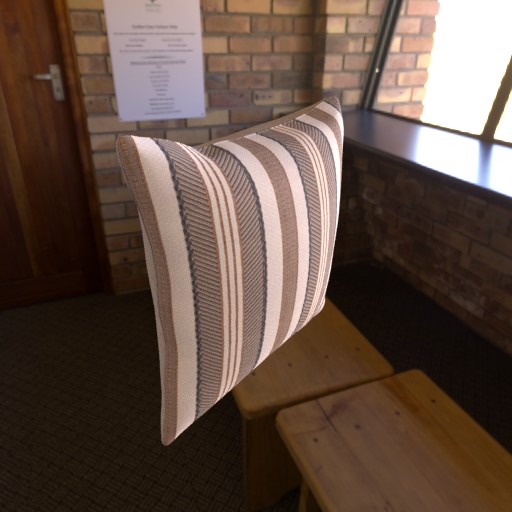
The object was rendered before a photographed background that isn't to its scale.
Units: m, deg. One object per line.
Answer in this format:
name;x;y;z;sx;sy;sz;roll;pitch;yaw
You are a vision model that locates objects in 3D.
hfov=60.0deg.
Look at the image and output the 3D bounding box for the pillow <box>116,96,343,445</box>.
pillow;0.000;0.000;0.637;0.173;0.401;0.416;19;32;33
